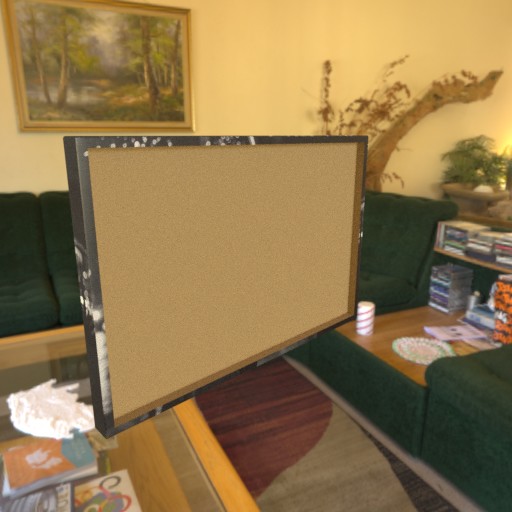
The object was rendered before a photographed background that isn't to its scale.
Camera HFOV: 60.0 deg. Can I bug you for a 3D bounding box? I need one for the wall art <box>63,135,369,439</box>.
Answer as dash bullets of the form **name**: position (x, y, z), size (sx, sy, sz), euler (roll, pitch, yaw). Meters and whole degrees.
- **wall art**: position (0.000, 0.000, 0.775), size (0.609, 0.406, 0.037), euler (-14, 21, -42)
